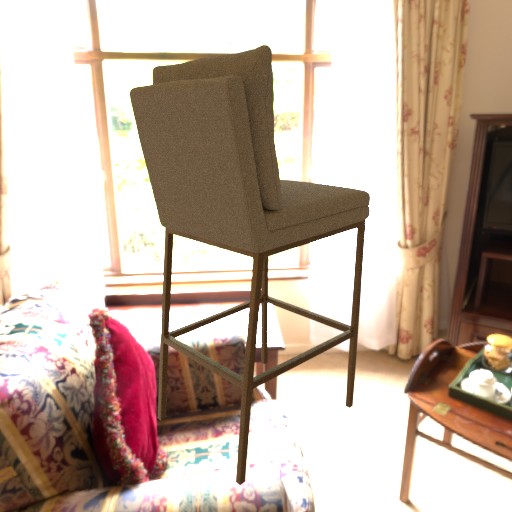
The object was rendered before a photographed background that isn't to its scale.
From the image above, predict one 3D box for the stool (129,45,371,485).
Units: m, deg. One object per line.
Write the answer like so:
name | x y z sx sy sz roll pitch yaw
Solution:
stool | 0.000 0.000 1.396 0.569 1.132 0.463 -15 22 -42
